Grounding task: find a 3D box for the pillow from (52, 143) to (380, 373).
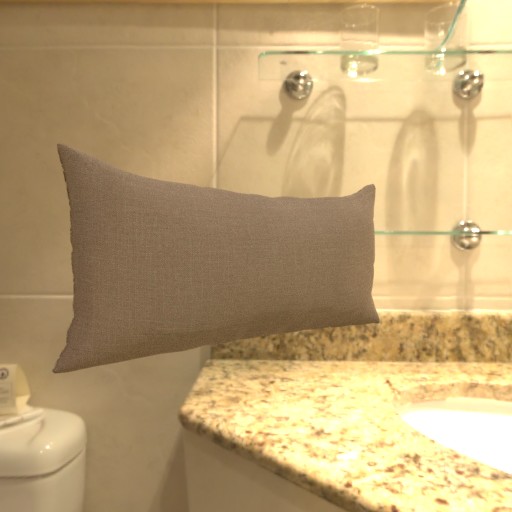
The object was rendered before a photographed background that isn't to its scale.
[{"bbox_3d":[0.000,0.000,0.737,0.631,0.290,0.148,-1,1,-36],"label":"pillow"}]
